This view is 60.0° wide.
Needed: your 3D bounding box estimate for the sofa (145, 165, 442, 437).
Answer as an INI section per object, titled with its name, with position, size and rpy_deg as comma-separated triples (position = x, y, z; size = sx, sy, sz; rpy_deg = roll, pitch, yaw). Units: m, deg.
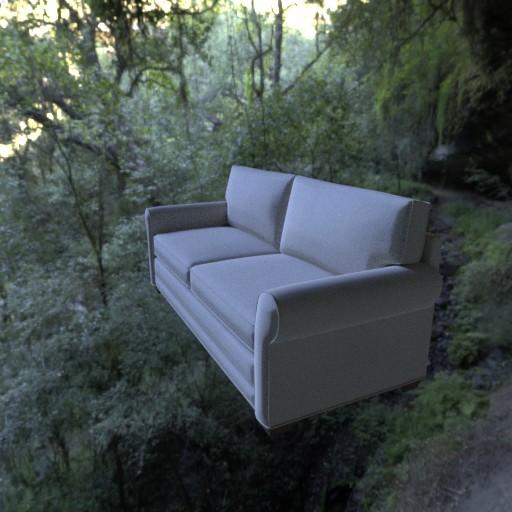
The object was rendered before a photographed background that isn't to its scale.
[sofa]
position = 0.000, 0.000, 2.731
size = 0.901, 0.962, 2.146
rpy_deg = -8, 18, -25
